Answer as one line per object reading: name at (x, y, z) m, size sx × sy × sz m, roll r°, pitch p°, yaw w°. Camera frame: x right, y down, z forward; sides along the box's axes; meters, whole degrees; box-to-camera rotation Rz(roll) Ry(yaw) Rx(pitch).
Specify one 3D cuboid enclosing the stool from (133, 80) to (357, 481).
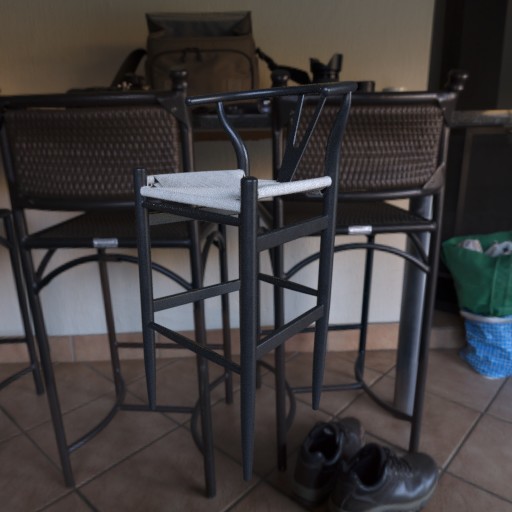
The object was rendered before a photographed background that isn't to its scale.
stool at (0.000, 0.000, 1.420) m, size 0.569 × 1.072 × 0.579 m, roll 14°, pitch 21°, yaw 42°
